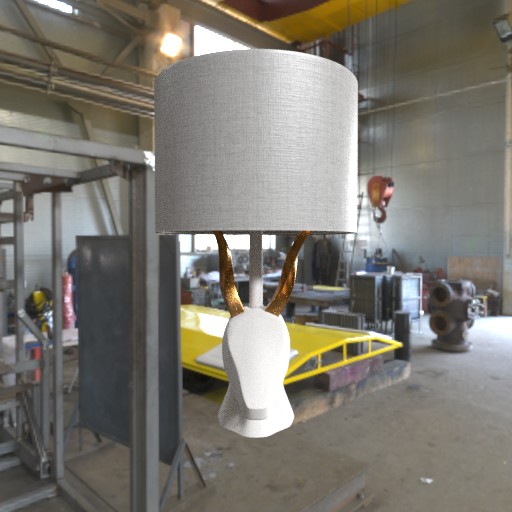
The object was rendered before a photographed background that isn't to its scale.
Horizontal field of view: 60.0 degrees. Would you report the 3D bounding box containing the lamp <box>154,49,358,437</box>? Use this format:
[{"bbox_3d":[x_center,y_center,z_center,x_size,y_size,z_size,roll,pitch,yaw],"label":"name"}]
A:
[{"bbox_3d":[0.000,0.000,0.673,0.298,0.503,0.298,0,2,0],"label":"lamp"}]
